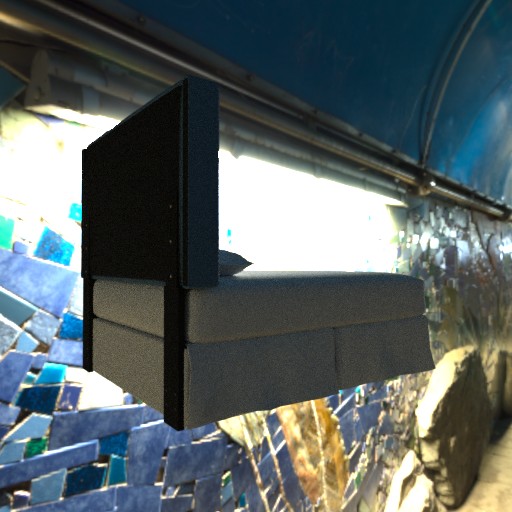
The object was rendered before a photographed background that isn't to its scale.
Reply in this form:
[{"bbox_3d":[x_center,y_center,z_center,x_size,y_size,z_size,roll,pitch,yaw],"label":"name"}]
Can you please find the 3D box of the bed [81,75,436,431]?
[{"bbox_3d":[0.000,0.000,3.312,2.078,1.665,1.719,1,-1,-37],"label":"bed"}]
